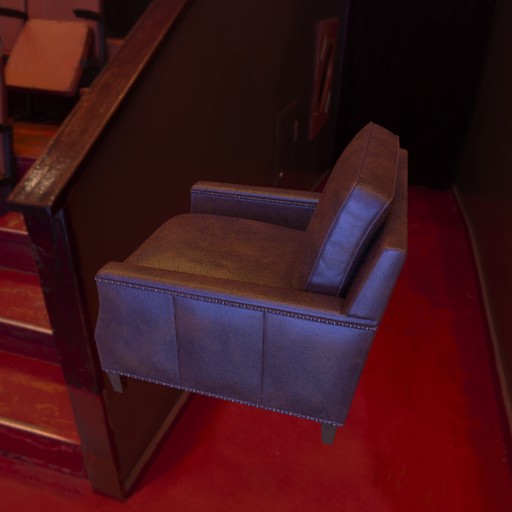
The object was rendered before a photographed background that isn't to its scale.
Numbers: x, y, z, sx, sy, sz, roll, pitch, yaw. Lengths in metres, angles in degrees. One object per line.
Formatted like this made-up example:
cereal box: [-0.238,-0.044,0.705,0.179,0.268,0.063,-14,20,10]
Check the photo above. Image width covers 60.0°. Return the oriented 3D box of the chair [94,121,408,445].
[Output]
chair: [0.000,0.000,1.710,1.014,0.929,0.853,9,32,14]
